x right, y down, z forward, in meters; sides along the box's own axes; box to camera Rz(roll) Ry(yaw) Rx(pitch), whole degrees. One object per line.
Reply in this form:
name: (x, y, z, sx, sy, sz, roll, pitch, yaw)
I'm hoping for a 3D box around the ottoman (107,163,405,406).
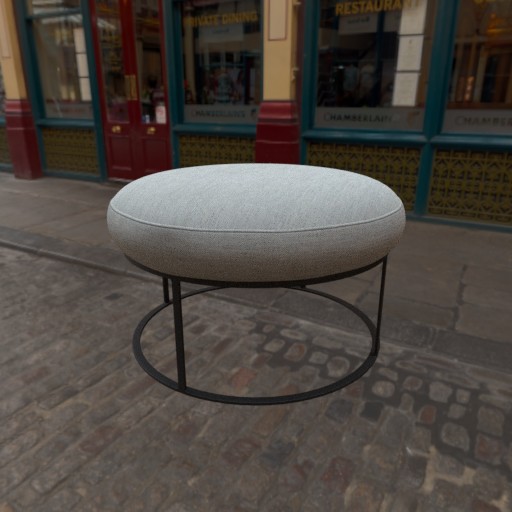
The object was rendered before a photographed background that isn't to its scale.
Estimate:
ottoman: (0.000, 0.000, 1.236, 0.769, 0.459, 0.769, 0, 18, 0)
